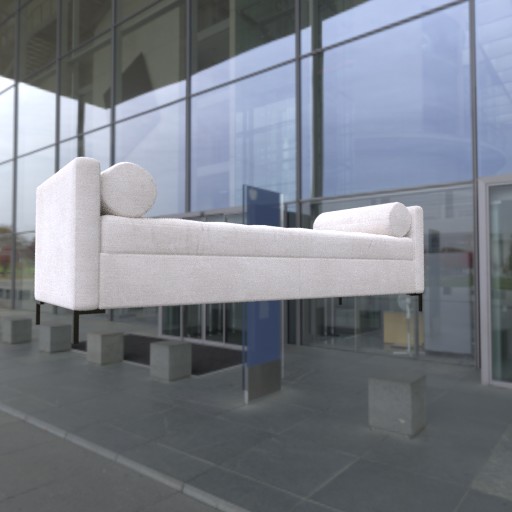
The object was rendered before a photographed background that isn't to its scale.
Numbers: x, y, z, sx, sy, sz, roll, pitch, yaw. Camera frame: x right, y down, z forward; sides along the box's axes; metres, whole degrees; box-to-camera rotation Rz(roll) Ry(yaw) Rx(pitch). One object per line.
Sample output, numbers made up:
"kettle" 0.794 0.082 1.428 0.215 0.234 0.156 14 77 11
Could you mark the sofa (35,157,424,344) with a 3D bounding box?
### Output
"sofa" 0.000 0.000 2.312 1.981 0.635 0.686 1 -2 -36
